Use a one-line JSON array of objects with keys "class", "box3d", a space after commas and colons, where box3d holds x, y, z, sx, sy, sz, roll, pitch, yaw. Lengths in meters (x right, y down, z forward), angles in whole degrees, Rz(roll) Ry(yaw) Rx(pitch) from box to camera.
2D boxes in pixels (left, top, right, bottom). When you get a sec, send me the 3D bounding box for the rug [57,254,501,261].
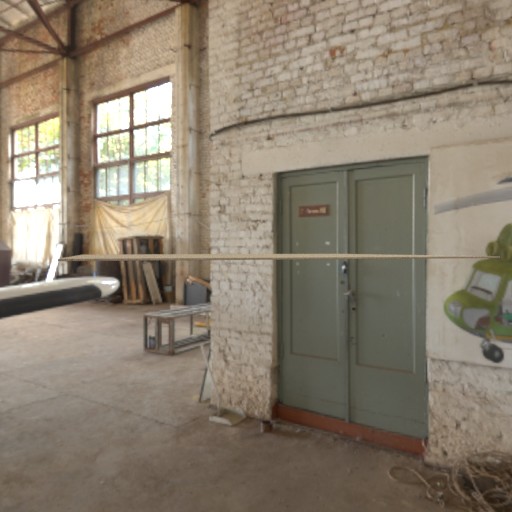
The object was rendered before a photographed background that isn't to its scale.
[{"class": "rug", "box3d": [0.000, 0.000, 3.387, 2.584, 0.011, 2.073, 0, 1, -19]}]
